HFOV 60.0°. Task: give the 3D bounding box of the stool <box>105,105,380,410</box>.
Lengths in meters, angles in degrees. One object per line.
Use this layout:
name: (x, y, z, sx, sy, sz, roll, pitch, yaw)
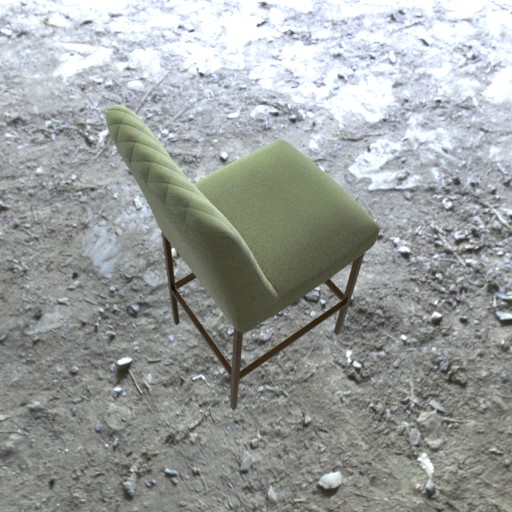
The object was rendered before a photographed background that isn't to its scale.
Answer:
stool: (0.000, 0.000, 1.356, 0.546, 1.084, 0.462, -31, 62, -18)
